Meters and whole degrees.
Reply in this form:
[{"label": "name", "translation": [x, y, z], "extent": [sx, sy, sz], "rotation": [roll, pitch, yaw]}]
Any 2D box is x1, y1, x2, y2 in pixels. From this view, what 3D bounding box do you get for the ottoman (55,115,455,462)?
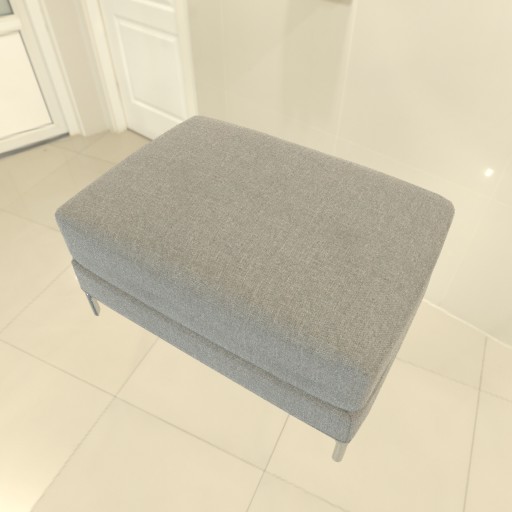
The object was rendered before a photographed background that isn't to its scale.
[{"label": "ottoman", "translation": [0.000, 0.000, 1.177], "extent": [0.838, 0.457, 0.584], "rotation": [24, 51, 22]}]
